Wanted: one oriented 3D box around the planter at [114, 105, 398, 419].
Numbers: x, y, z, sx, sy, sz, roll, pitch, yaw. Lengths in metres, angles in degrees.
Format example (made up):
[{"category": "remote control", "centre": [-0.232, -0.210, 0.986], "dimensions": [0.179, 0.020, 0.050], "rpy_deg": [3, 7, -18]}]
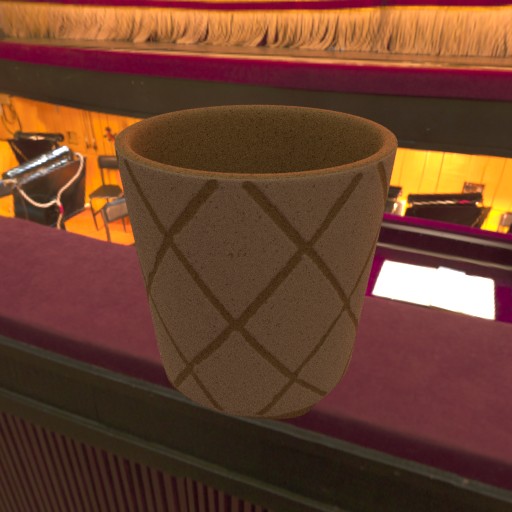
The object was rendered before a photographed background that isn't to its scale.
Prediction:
[{"category": "planter", "centre": [0.000, 0.000, 0.357], "dimensions": [0.191, 0.199, 0.191], "rpy_deg": [0, 30, 0]}]
